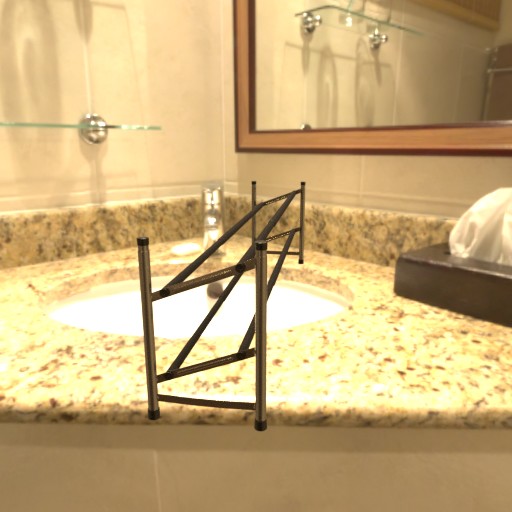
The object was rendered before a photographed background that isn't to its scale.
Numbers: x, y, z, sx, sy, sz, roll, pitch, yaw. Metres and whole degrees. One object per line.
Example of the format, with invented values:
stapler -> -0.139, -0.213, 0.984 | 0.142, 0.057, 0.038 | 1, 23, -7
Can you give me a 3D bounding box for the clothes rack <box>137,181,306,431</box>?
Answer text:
clothes rack -> 0.000, 0.000, 1.330 | 0.229, 0.349, 1.168 | 2, 15, 9
